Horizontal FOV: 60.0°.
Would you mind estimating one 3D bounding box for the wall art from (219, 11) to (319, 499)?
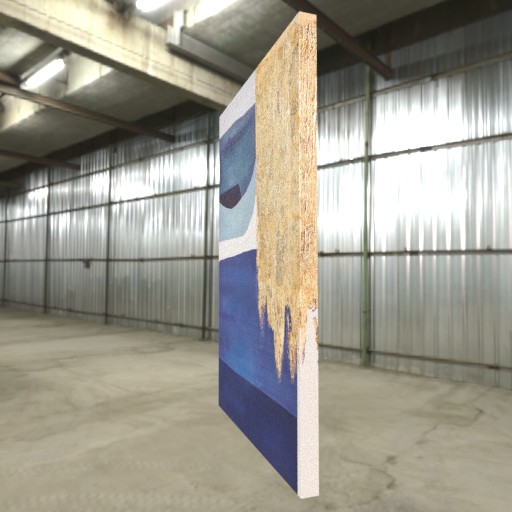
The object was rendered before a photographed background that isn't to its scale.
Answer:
[{"bbox_3d":[0.000,0.000,1.120,0.039,0.911,0.607,1,-2,-19],"label":"wall art"}]
